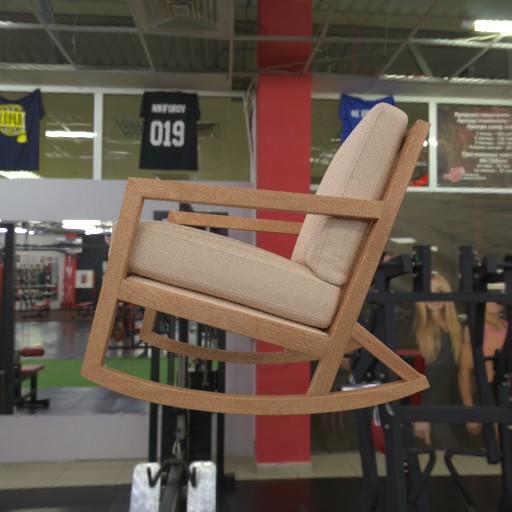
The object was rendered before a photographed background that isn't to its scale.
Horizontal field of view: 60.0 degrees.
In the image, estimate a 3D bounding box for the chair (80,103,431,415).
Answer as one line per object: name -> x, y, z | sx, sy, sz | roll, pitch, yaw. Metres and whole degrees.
chair -> 0.000, 0.000, 1.391 | 0.857, 0.790, 0.622 | 0, -2, -2
